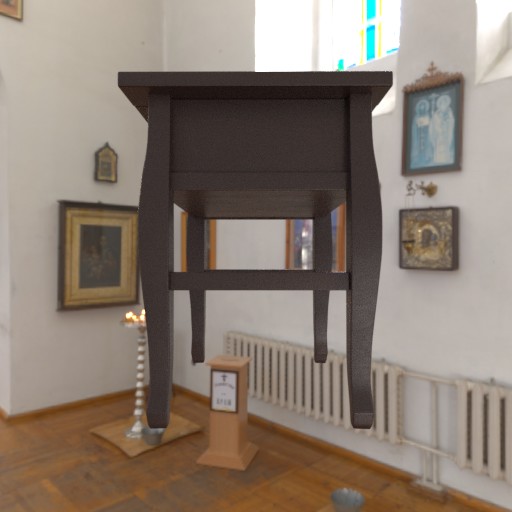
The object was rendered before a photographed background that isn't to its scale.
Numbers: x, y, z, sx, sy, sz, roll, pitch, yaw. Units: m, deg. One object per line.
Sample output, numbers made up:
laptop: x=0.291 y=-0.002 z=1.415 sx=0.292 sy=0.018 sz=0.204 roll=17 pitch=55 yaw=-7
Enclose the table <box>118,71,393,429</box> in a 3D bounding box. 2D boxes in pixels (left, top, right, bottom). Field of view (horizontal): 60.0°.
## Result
table: x=0.000 y=0.000 z=1.032 sx=0.460 sy=0.605 sz=0.602 roll=0 pitch=-1 yaw=0
